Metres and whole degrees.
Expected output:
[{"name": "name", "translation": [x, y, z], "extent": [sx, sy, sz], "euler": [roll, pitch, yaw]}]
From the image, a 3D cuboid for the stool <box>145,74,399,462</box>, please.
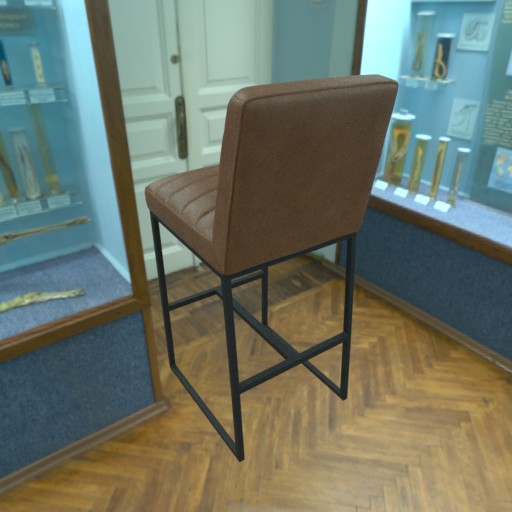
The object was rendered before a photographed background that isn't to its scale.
[{"name": "stool", "translation": [0.000, 0.000, 1.332], "extent": [0.458, 1.040, 0.556], "euler": [-18, 34, -30]}]
